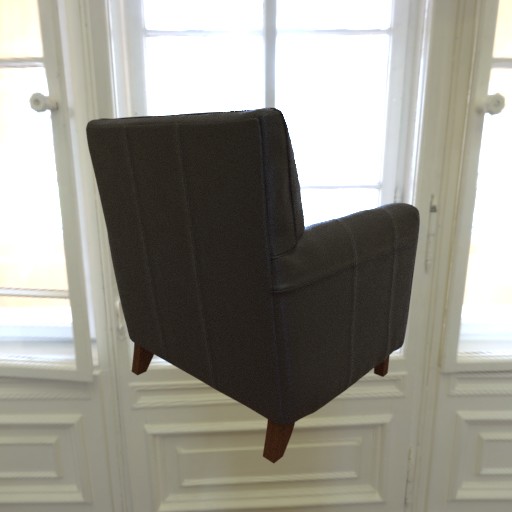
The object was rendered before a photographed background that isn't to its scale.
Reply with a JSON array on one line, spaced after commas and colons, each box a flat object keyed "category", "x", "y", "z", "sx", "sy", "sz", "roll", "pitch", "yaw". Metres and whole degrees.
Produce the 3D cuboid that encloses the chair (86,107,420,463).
[{"category": "chair", "x": 0.000, "y": 0.000, "z": 1.589, "sx": 0.870, "sy": 0.943, "sz": 0.825, "roll": 14, "pitch": 20, "yaw": 42}]
